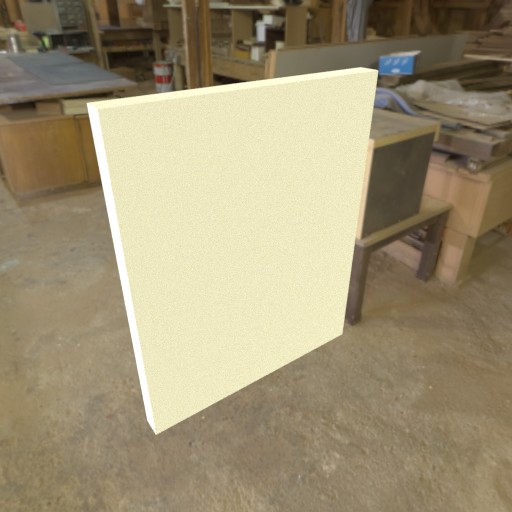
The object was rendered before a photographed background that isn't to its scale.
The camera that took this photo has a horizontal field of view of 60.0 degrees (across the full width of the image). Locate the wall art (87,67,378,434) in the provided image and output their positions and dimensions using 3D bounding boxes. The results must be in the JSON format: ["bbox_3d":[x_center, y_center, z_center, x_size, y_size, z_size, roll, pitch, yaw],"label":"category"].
[{"bbox_3d":[0.000,0.000,0.752,0.451,0.553,0.039,-20,37,-30],"label":"wall art"}]
